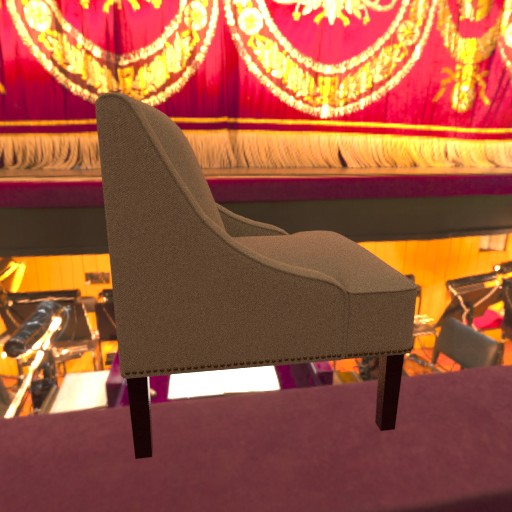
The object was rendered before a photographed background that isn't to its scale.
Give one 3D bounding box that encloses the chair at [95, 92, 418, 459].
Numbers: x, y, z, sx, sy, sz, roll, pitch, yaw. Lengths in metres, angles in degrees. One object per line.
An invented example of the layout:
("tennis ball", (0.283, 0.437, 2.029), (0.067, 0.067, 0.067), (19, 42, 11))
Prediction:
("chair", (0.000, 0.000, 1.327), (0.748, 0.872, 0.628), (-3, 16, -9))
